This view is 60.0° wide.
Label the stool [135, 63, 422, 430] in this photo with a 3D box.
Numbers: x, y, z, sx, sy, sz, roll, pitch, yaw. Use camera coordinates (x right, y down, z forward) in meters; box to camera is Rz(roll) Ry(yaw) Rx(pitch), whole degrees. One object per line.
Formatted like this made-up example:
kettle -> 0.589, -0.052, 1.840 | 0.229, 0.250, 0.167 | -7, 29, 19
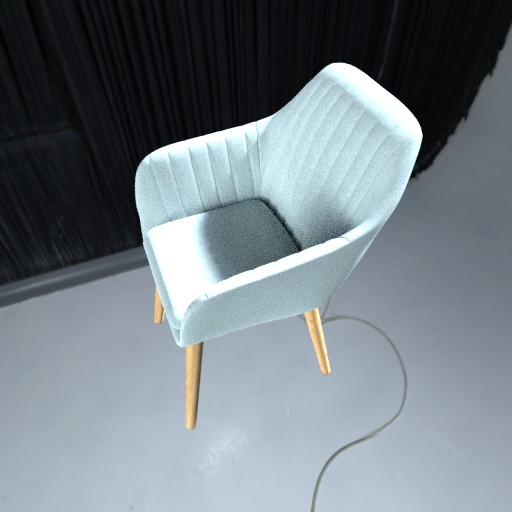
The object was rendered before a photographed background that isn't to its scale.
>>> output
stool -> 0.000, 0.000, 1.172 | 0.590, 0.830, 0.503 | -17, 49, -15
